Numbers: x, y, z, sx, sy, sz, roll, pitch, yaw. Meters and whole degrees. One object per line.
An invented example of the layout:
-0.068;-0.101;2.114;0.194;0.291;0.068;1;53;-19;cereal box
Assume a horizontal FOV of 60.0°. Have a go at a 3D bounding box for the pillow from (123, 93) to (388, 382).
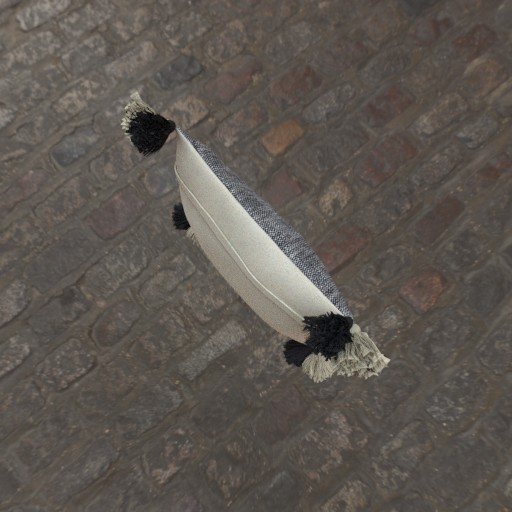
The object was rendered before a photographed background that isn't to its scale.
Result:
0.000;0.000;0.986;0.170;0.659;0.654;-39;78;-10;pillow
